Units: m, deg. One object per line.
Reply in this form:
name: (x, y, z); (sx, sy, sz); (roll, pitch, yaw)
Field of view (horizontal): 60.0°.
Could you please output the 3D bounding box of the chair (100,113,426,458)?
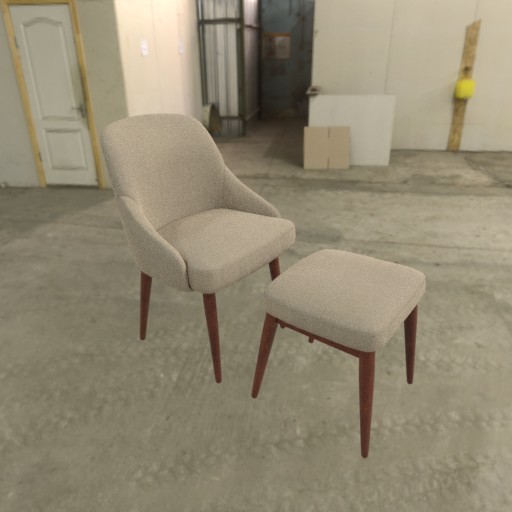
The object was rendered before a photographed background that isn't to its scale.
chair: (0.000, 0.000, 1.569); (1.114, 0.866, 0.584); (18, 31, 32)
